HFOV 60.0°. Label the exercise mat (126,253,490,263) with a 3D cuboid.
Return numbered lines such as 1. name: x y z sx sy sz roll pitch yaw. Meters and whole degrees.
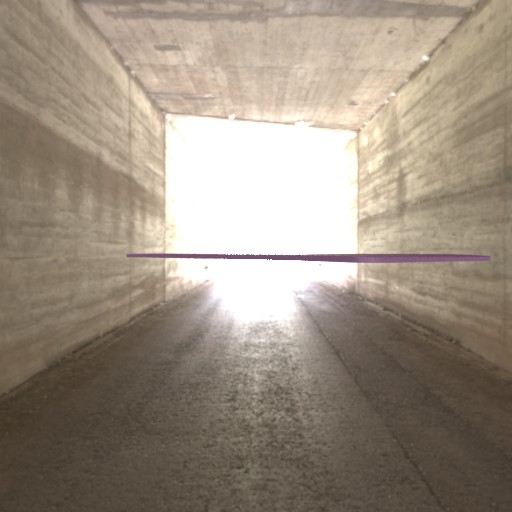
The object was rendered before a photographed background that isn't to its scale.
1. exercise mat: 0.000 0.000 2.036 0.616 0.021 1.869 0 1 -35
